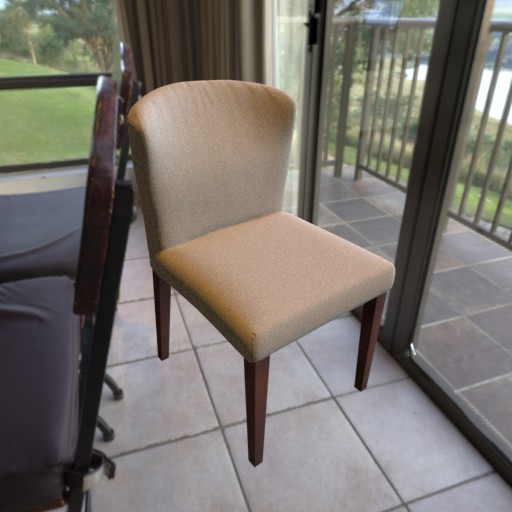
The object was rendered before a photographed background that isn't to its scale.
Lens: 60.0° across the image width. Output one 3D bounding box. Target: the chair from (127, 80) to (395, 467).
[{"bbox_3d":[0.000,0.000,1.214,0.491,0.839,0.592,-21,36,-32],"label":"chair"}]
